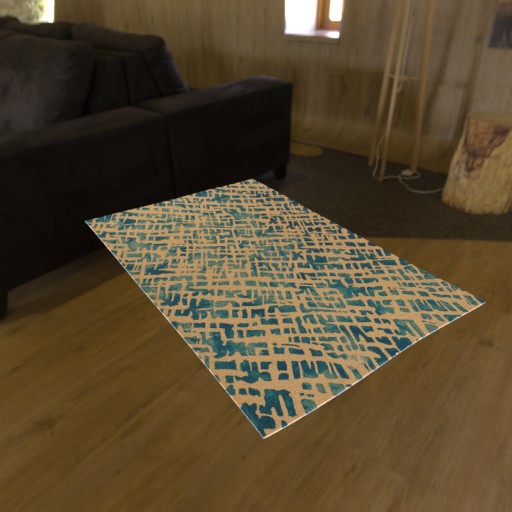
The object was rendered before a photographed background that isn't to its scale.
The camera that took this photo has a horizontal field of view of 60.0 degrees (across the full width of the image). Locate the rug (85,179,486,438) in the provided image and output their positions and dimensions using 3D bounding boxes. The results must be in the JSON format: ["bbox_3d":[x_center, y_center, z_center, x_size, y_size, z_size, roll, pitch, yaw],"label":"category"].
[{"bbox_3d":[0.000,0.000,2.290,1.209,0.011,1.830,-20,36,-29],"label":"rug"}]
